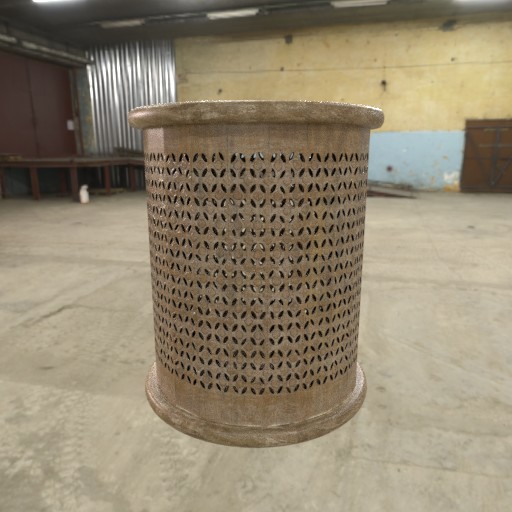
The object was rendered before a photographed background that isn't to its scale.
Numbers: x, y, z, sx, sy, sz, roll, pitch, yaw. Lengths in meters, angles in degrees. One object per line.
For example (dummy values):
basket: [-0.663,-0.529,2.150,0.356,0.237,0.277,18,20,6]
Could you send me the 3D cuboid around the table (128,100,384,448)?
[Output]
table: [0.000,0.000,0.783,0.407,0.482,0.407,0,13,0]
